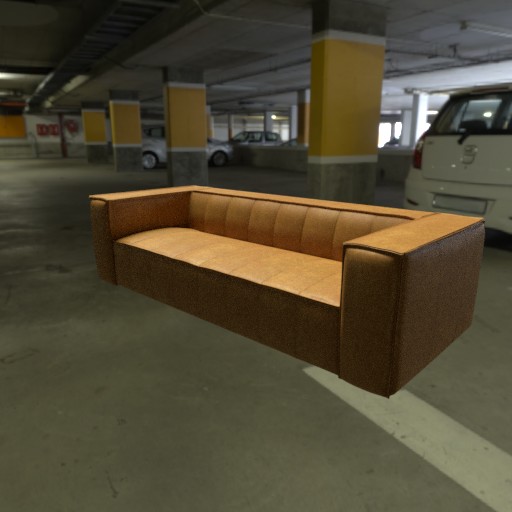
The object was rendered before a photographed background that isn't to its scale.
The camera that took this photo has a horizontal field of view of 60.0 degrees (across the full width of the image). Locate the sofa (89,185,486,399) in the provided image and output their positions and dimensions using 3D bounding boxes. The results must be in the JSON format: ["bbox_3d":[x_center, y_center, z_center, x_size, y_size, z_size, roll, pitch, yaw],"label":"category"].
[{"bbox_3d":[0.000,0.000,3.002,2.581,0.701,1.102,13,20,41],"label":"sofa"}]
